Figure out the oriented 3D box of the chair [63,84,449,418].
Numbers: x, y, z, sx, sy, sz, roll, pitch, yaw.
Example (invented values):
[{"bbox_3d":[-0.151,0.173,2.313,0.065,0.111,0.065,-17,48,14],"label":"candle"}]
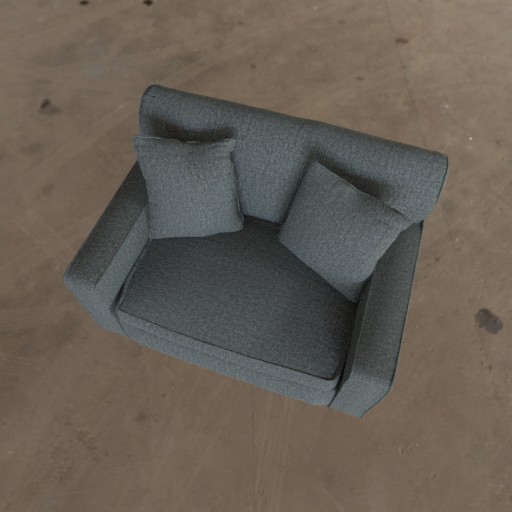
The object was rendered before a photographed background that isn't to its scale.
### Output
[{"bbox_3d":[0.000,0.000,2.063,1.383,0.948,1.000,17,61,10],"label":"chair"}]
